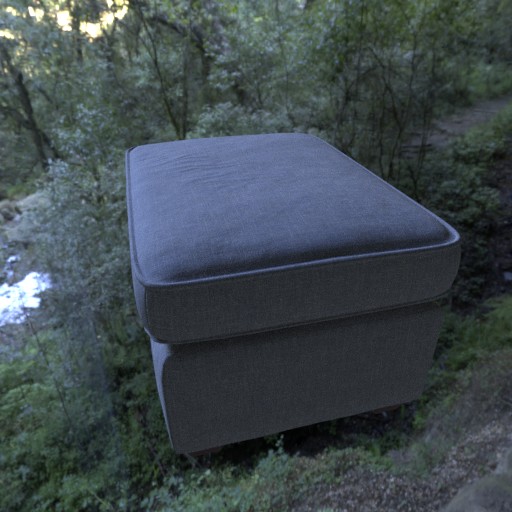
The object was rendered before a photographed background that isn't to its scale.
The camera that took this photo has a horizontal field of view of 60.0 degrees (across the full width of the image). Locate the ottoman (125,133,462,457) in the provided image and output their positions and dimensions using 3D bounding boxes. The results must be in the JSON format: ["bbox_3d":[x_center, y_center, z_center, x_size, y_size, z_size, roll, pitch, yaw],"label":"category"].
[{"bbox_3d":[0.000,0.000,1.070,0.559,0.457,0.762,-8,31,-13],"label":"ottoman"}]
